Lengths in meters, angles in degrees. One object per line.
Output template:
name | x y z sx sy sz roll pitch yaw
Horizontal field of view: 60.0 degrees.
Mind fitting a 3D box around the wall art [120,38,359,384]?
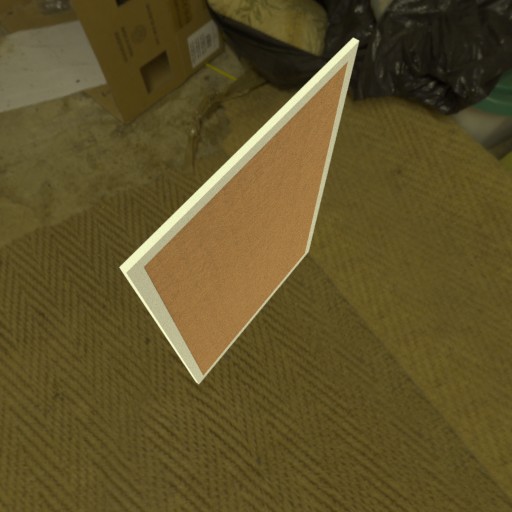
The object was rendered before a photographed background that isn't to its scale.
wall art | 0.000 0.000 1.228 0.015 0.965 0.660 35 69 16
